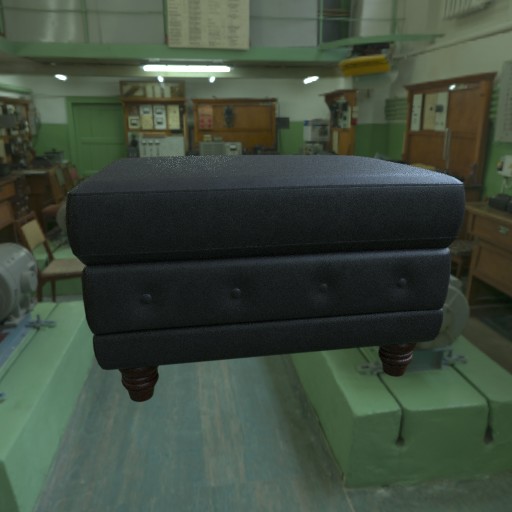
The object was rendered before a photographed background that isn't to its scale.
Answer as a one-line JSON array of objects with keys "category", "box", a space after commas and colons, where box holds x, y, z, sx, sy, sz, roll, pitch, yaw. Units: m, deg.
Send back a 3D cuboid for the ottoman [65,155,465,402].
[{"category": "ottoman", "box": [0.000, 0.000, 1.171, 0.795, 0.498, 0.590, -3, 17, -9]}]
